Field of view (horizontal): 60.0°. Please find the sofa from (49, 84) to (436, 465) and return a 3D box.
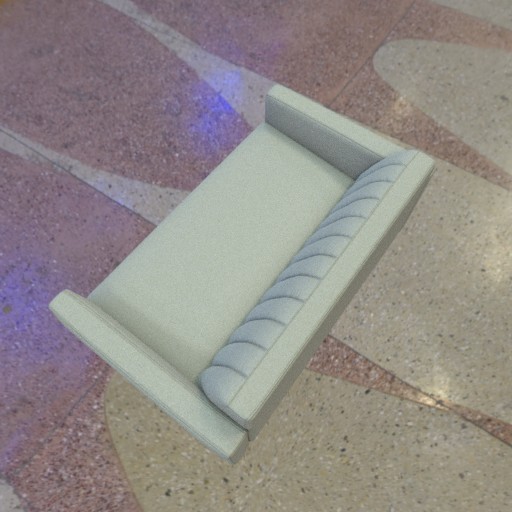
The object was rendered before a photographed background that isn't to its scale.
[{"bbox_3d":[0.000,0.000,2.125,0.950,0.801,1.585,34,67,16],"label":"sofa"}]
